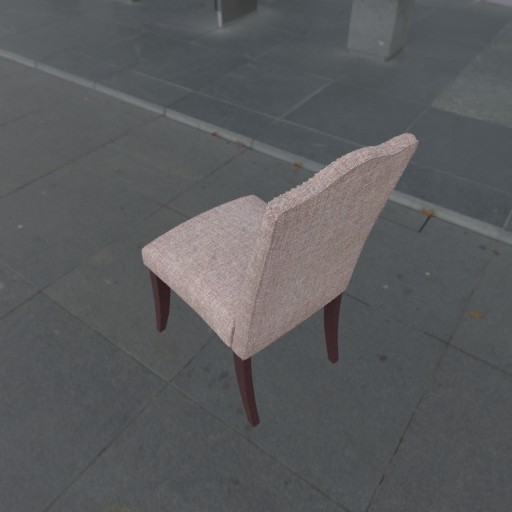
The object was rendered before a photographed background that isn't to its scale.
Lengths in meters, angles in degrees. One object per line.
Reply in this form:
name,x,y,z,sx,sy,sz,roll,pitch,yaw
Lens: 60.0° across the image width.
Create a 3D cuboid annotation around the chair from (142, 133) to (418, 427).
chair,0.000,0.000,1.404,0.513,1.016,0.660,-30,51,-27
